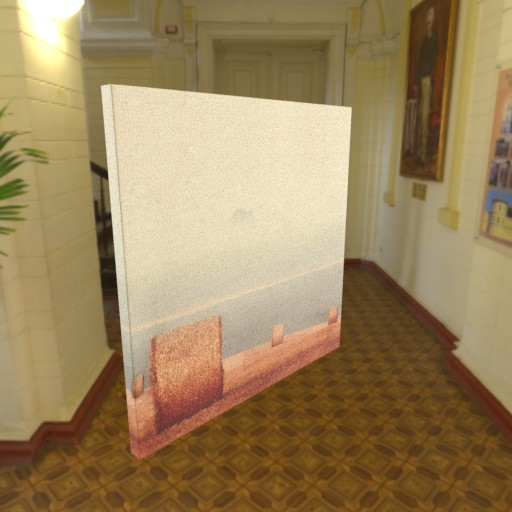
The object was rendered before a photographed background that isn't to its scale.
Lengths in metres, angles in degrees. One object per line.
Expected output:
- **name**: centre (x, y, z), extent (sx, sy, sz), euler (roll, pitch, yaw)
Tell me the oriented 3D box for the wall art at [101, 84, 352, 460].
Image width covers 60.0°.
- **wall art**: centre (0.000, 0.000, 0.605), extent (0.023, 0.405, 0.405), euler (14, 20, 42)
